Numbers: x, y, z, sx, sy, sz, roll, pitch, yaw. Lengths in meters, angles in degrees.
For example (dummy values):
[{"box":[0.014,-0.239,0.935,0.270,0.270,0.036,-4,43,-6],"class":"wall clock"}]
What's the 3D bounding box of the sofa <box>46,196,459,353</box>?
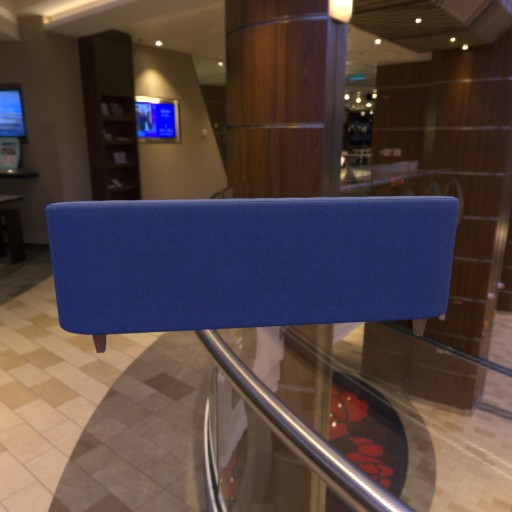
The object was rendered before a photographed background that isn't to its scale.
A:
[{"box":[0.000,0.000,2.654,2.235,0.787,0.914,-2,15,-7],"class":"sofa"}]
